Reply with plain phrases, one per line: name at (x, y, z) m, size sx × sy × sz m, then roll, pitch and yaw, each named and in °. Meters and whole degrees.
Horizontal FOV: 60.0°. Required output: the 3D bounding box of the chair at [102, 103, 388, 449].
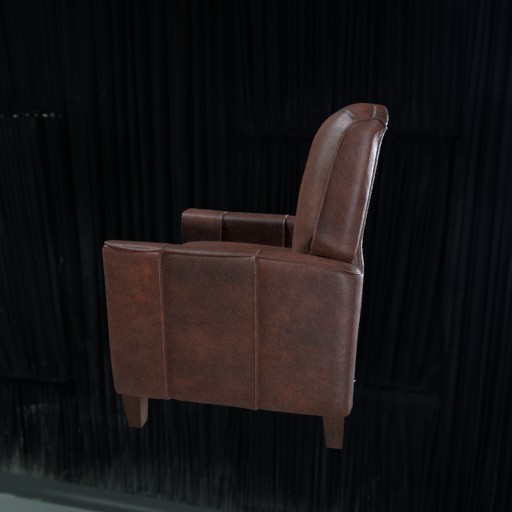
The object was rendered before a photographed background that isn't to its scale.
chair at (0.000, 0.000, 1.665) m, size 0.836 × 1.043 × 0.843 m, roll 2°, pitch 13°, yaw 10°
